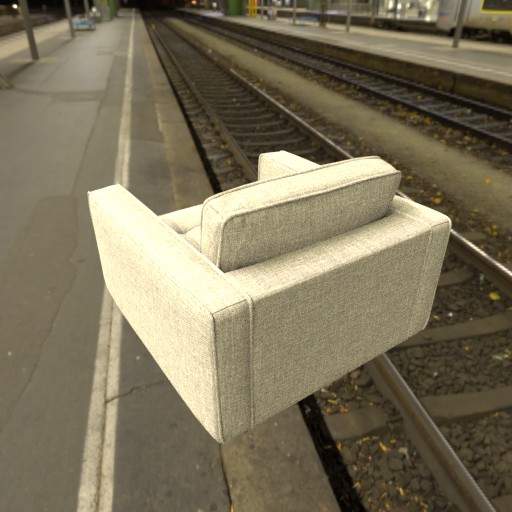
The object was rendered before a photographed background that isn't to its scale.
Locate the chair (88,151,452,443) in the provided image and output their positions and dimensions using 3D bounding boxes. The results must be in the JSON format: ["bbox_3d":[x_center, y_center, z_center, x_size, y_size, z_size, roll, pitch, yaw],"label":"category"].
[{"bbox_3d":[0.000,0.000,1.575,0.889,0.765,0.914,-19,35,-29],"label":"chair"}]
